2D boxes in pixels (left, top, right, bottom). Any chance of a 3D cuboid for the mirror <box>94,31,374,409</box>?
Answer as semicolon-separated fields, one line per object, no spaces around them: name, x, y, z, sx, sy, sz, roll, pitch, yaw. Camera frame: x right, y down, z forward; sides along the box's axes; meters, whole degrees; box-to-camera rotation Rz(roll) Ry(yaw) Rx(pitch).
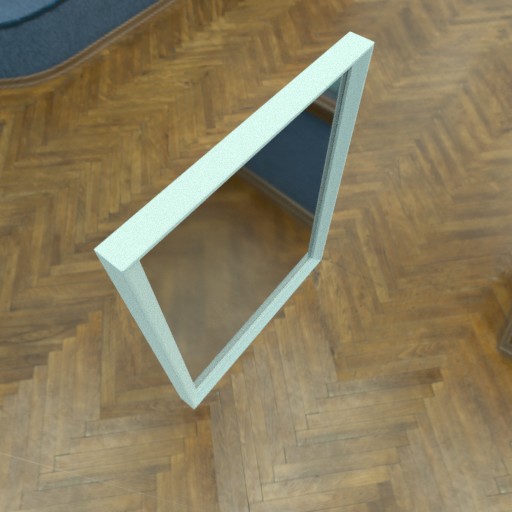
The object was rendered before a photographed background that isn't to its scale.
mirror;0.000;0.000;0.673;0.041;0.509;0.406;34;65;19
